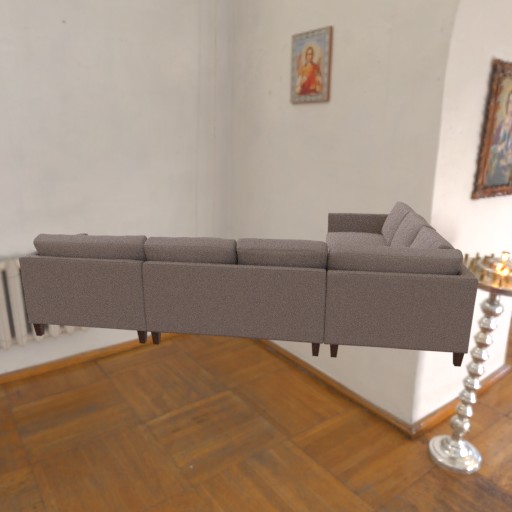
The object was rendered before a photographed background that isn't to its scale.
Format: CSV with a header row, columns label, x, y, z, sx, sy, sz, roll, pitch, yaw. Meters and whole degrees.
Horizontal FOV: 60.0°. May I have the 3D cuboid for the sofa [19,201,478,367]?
label,x,y,z,sx,sy,sz,roll,pitch,yaw
sofa,0.000,0.000,4.453,3.438,0.865,2.424,2,16,8
